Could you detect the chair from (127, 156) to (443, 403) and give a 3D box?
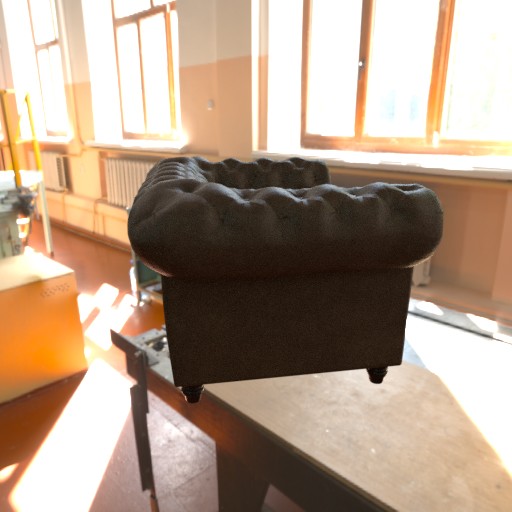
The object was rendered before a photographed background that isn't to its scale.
[{"bbox_3d":[0.000,0.000,1.913,0.954,0.784,1.298,-3,17,-10],"label":"chair"}]
